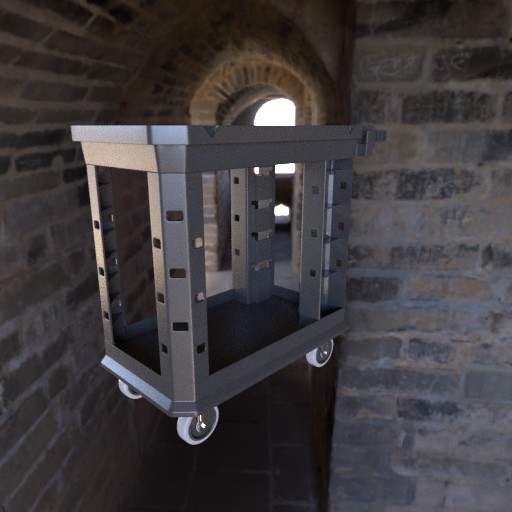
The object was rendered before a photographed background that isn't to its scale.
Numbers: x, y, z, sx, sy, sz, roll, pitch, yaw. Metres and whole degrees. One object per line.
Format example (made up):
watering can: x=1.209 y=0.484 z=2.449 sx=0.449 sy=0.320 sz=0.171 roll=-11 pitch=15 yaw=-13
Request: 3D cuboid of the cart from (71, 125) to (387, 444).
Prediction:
cart: x=0.000 y=0.000 z=1.565 sx=0.497 sy=0.884 sz=1.061 roll=15 pitch=22 yaw=42
